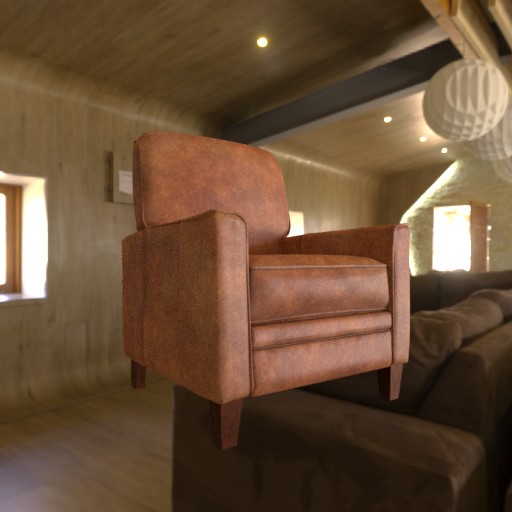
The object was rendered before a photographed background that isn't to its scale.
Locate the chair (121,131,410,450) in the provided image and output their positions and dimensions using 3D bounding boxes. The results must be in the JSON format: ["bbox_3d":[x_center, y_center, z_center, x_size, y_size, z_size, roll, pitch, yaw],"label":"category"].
[{"bbox_3d":[0.000,0.000,1.693,0.843,1.043,0.836,0,0,-35],"label":"chair"}]
